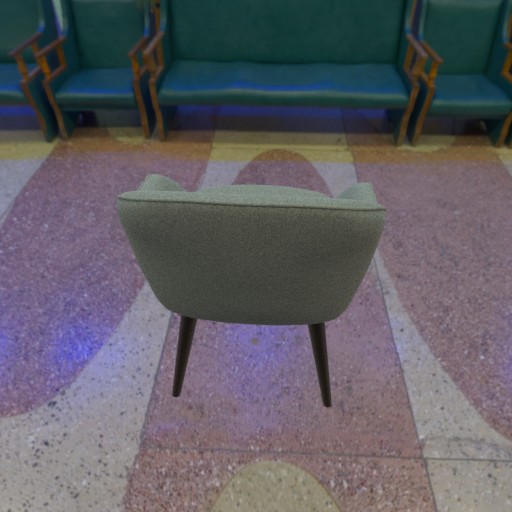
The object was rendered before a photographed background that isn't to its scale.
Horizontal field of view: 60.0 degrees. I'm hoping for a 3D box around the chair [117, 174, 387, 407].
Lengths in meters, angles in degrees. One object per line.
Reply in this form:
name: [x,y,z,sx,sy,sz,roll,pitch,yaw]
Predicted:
chair: [0.000,0.000,1.218,0.589,0.810,0.611,3,44,3]
